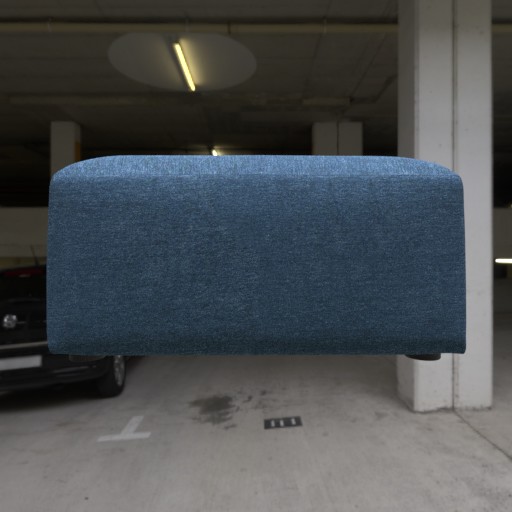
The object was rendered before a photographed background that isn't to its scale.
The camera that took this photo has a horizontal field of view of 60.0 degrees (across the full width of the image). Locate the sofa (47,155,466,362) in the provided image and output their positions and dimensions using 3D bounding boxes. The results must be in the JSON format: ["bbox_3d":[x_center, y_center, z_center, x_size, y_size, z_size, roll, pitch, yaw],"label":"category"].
[{"bbox_3d":[0.000,0.000,1.200,0.930,0.470,0.480,0,0,-1],"label":"sofa"}]
